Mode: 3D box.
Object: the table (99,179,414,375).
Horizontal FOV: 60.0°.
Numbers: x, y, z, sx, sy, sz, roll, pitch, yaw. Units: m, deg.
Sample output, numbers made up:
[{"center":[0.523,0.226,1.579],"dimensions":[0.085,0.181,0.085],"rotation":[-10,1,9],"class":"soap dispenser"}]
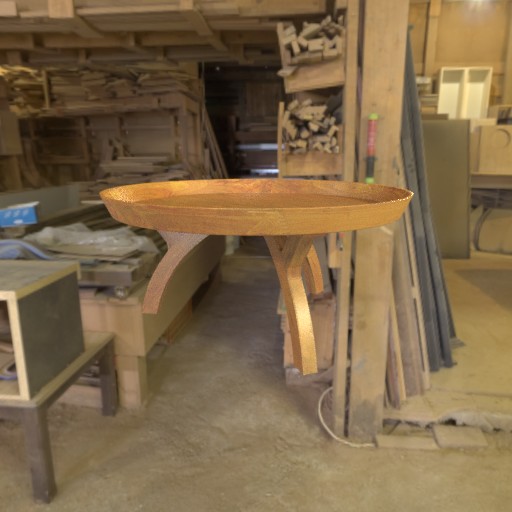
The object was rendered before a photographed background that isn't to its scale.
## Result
[{"center":[0.000,0.000,1.567],"dimensions":[1.016,0.470,1.016],"rotation":[0,14,0],"class":"table"}]
